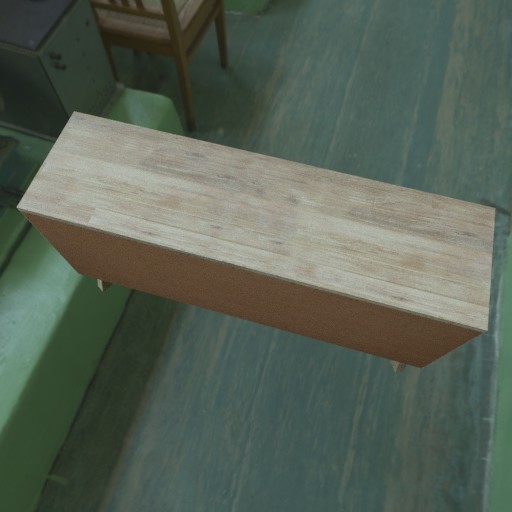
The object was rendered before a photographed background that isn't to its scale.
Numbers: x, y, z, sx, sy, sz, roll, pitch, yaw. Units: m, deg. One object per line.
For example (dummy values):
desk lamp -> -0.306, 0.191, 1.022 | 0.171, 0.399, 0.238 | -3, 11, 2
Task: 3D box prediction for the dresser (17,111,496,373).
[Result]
dresser -> 0.000, 0.000, 1.896 | 1.602, 0.788, 0.455 | 14, 66, 7
